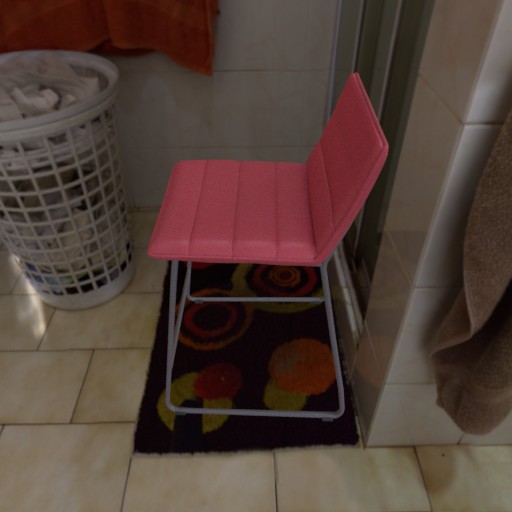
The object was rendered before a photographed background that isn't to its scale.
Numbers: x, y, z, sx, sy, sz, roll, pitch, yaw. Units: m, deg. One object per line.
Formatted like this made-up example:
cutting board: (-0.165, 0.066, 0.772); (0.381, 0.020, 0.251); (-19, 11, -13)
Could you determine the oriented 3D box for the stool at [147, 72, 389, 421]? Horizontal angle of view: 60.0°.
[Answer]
stool: (0.000, 0.000, 1.207); (0.524, 0.866, 0.489); (1, 42, 1)
